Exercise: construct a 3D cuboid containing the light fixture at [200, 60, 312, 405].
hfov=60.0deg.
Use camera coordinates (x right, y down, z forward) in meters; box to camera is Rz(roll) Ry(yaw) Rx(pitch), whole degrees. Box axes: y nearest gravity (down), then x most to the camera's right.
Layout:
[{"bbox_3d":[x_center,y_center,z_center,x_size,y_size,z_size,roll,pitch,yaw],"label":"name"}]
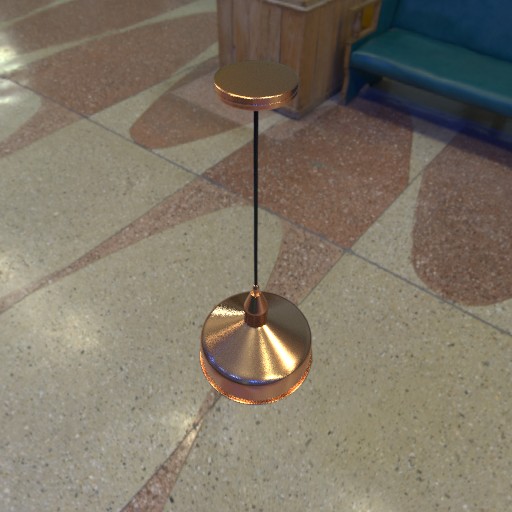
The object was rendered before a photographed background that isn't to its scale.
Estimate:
[{"bbox_3d":[0.000,0.000,0.916,0.301,0.754,0.301,32,55,27],"label":"light fixture"}]
